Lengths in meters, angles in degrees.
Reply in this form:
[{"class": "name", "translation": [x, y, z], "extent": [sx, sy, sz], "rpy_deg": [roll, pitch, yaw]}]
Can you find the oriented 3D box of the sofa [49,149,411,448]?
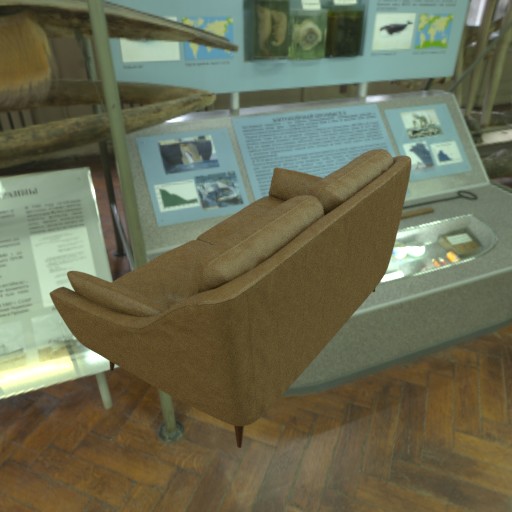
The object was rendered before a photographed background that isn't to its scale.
[{"class": "sofa", "translation": [0.000, 0.000, 2.279], "extent": [0.981, 0.886, 1.731], "rpy_deg": [21, 37, 30]}]
